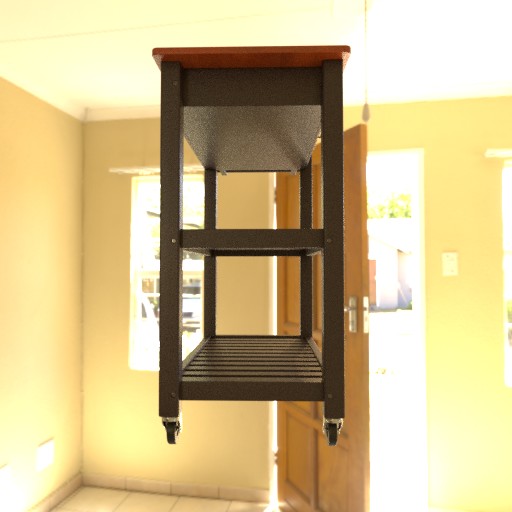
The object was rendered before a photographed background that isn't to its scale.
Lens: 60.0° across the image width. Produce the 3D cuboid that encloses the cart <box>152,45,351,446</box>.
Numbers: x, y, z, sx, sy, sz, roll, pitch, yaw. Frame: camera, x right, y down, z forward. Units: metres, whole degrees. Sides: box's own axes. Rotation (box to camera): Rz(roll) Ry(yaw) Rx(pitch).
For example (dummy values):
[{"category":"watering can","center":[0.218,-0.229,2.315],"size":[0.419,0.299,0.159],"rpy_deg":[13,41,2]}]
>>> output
[{"category":"cart","center":[0.000,0.000,1.441],"size":[0.457,0.927,0.899],"rpy_deg":[0,-2,2]}]
